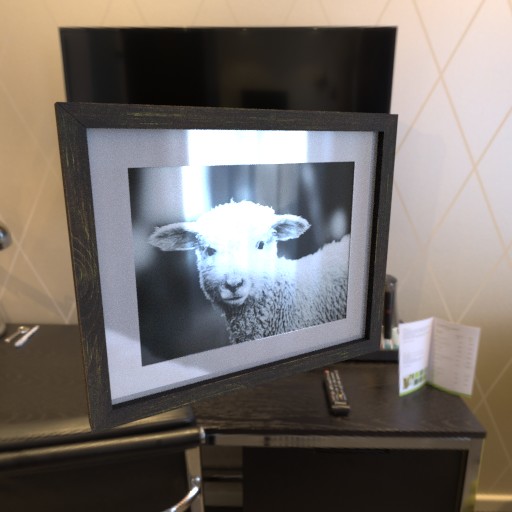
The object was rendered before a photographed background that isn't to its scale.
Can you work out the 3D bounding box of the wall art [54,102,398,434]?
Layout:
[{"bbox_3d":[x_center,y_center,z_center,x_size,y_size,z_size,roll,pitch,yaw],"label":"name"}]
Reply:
[{"bbox_3d":[0.000,0.000,0.729,0.558,0.457,0.032,-8,17,-28],"label":"wall art"}]
